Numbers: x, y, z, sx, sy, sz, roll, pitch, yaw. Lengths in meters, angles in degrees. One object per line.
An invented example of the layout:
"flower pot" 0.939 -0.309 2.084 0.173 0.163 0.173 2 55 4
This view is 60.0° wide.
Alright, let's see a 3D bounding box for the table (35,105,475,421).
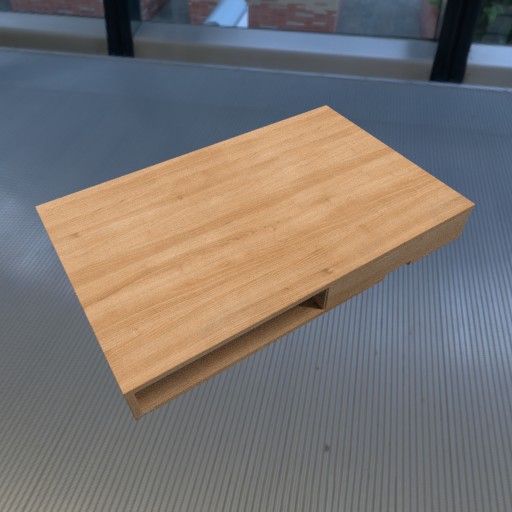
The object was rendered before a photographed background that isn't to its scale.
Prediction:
"table" 0.000 0.000 1.472 1.100 0.440 0.700 -25 52 -22
